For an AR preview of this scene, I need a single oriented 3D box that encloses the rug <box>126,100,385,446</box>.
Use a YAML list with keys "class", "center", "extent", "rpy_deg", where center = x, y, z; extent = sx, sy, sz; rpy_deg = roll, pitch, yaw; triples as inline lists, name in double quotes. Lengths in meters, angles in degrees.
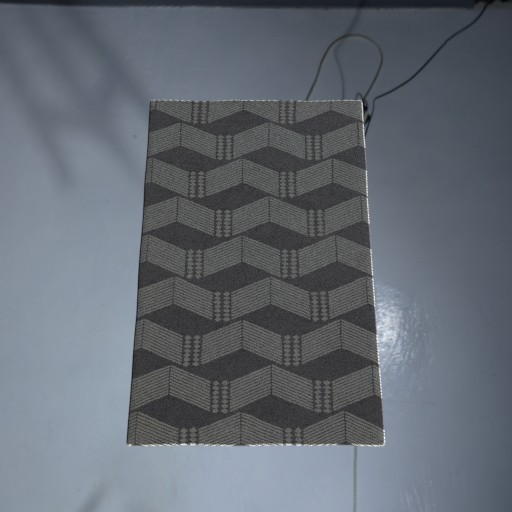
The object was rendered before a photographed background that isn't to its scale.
- class: "rug"
  center: [0.000, 0.000, 2.297]
  extent: [1.210, 0.016, 1.833]
  rpy_deg: [0, 76, 0]
